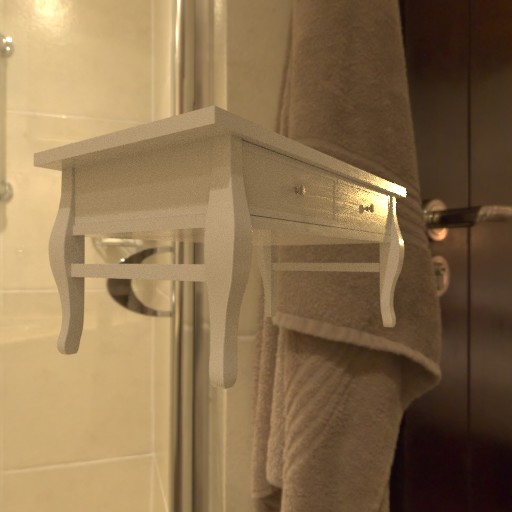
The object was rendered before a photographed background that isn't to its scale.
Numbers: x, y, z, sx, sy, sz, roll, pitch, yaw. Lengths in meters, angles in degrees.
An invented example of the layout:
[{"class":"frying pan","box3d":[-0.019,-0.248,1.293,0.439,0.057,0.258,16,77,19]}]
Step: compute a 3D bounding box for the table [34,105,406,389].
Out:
[{"class":"table","box3d":[0.000,0.000,1.347,0.600,0.495,1.062,0,-1,35]}]
